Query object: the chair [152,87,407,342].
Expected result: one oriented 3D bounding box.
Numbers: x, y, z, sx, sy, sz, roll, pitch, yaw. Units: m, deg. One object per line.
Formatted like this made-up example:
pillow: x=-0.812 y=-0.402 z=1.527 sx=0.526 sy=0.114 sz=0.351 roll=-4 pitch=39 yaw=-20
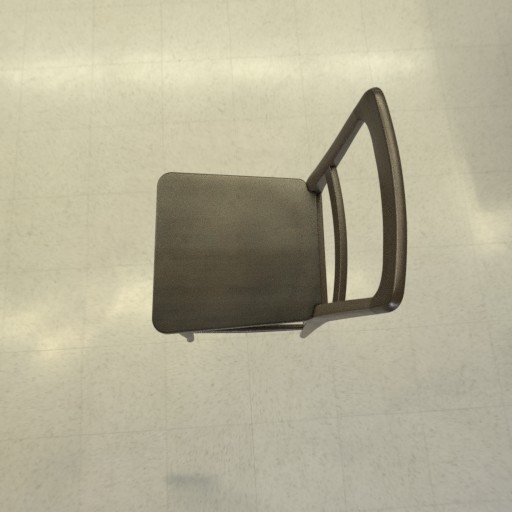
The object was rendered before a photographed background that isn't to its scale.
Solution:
chair: x=0.000 y=0.000 z=1.281 sx=0.546 sy=0.991 sz=0.450 roll=-1 pitch=76 yaw=0
